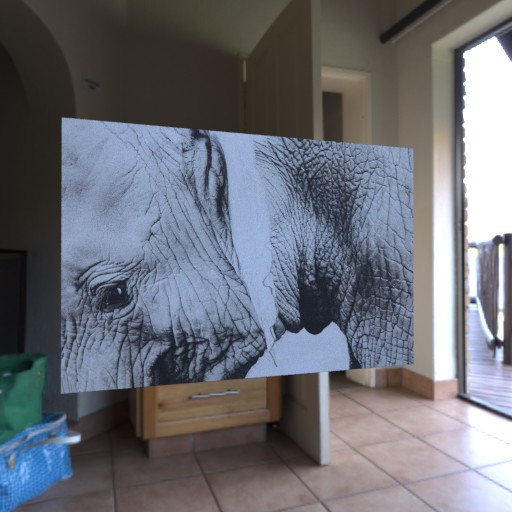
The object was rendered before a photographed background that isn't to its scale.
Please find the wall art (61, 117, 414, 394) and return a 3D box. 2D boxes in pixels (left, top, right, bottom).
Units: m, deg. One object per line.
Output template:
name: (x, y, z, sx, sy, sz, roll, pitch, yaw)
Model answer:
wall art: (0.000, 0.000, 0.761, 0.613, 0.407, 0.035, 0, 0, -17)
